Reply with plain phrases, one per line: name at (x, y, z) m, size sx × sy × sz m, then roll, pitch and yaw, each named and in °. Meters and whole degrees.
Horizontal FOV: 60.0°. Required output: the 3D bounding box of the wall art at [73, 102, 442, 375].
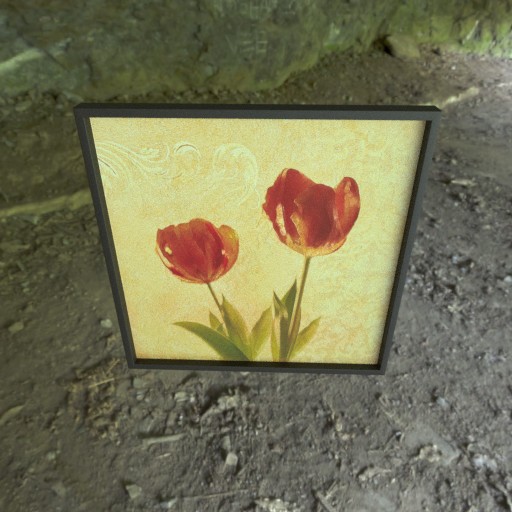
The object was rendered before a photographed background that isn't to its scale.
wall art at (0.000, 0.000, 0.526) m, size 0.349 × 0.349 × 0.038 m, roll 1°, pitch 32°, yaw 2°
